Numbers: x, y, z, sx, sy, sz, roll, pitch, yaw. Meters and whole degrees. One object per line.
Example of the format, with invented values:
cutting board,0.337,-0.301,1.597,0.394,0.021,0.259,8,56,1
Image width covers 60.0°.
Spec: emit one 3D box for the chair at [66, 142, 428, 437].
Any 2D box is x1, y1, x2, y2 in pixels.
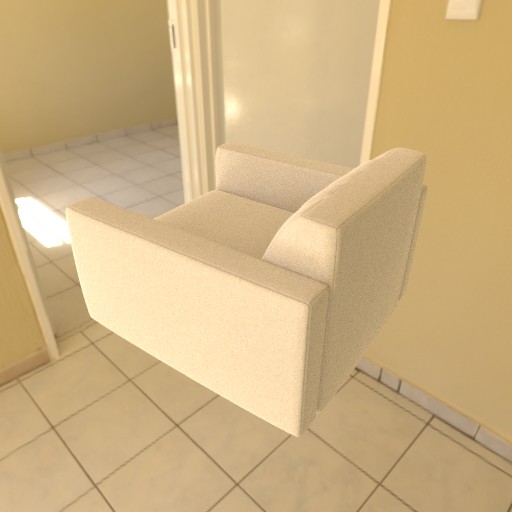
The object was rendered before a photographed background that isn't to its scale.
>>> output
chair,0.000,0.000,1.695,0.998,0.819,0.953,20,37,30
